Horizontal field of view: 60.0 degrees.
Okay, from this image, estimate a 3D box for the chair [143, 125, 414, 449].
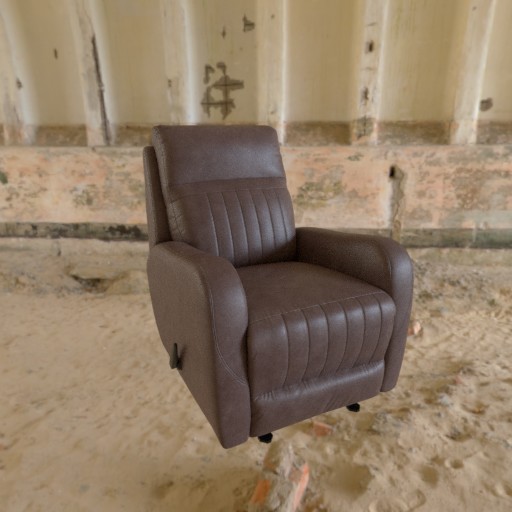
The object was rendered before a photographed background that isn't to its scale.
[{"bbox_3d":[0.000,0.000,1.852,0.865,1.067,1.067,-8,17,-26],"label":"chair"}]
